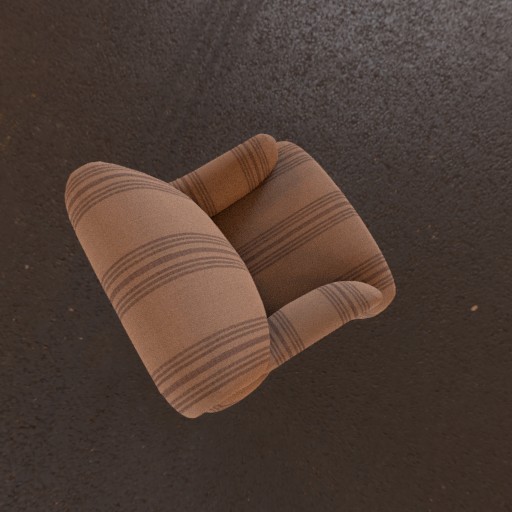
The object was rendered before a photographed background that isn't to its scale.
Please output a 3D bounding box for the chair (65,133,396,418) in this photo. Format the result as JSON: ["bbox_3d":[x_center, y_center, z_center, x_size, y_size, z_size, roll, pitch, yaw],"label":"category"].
[{"bbox_3d":[0.000,0.000,1.611,0.914,0.940,0.813,-30,77,-8],"label":"chair"}]
